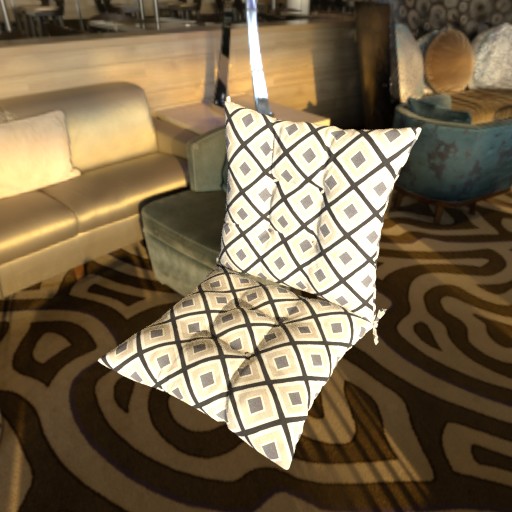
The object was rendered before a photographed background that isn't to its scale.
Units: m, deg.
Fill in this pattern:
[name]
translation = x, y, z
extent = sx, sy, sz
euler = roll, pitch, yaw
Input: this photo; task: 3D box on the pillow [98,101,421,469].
[pillow]
translation = 0.000, 0.000, 1.001
extent = 0.541, 0.536, 0.585
euler = 18, 36, 27
